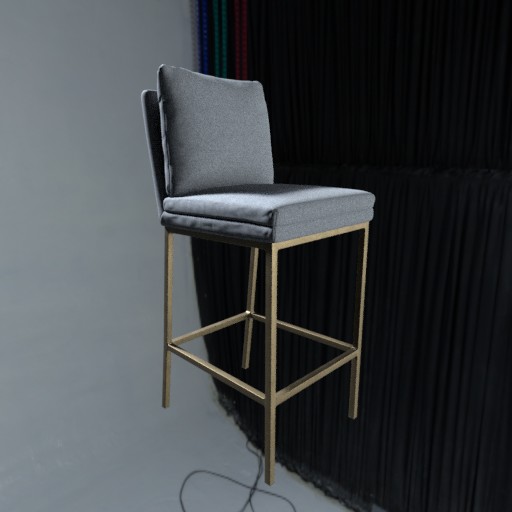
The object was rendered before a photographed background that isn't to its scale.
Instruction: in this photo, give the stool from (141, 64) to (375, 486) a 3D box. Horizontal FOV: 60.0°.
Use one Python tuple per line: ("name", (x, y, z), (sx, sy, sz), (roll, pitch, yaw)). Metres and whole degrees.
("stool", (0.000, 0.000, 1.414), (0.569, 1.130, 0.463), (13, 19, 42))
